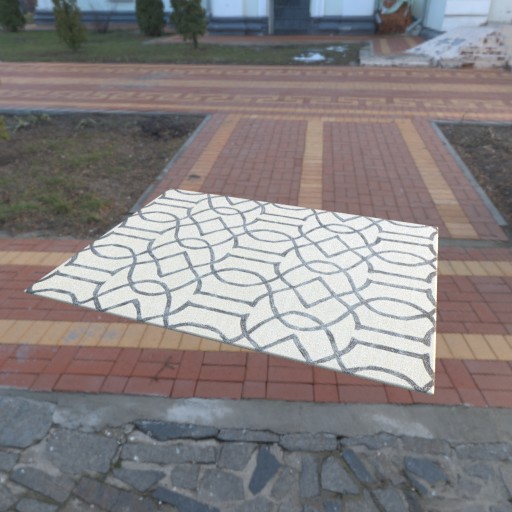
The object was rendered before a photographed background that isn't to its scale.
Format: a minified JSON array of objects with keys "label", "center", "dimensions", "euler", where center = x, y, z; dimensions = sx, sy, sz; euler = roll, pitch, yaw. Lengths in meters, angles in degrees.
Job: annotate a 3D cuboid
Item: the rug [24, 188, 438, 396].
[{"label":"rug","center":[0.000,0.000,3.780],"dimensions":[2.910,0.021,2.211],"euler":[10,32,17]}]
